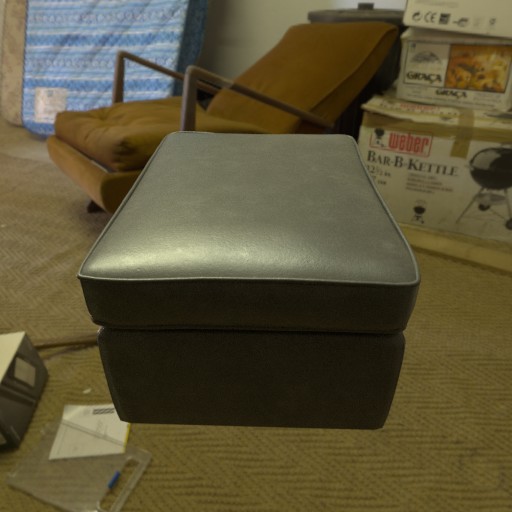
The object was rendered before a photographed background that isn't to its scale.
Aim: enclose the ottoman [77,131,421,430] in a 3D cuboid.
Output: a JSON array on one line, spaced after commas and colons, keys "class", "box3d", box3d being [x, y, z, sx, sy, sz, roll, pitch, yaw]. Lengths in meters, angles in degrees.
[{"class": "ottoman", "box3d": [0.000, 0.000, 1.089, 0.554, 0.445, 0.756, 1, 32, 2]}]
